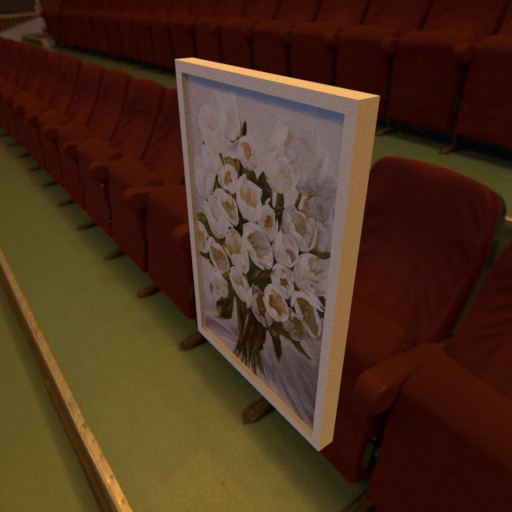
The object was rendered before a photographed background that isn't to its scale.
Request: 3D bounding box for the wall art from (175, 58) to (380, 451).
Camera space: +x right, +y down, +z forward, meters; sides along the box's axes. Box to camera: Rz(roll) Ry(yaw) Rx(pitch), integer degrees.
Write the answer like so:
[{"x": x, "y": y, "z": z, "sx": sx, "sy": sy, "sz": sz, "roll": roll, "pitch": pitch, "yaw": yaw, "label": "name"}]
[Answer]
[{"x": 0.000, "y": 0.000, "z": 0.556, "sx": 0.025, "sy": 0.428, "sz": 0.293, "roll": -21, "pitch": 37, "yaw": -31, "label": "wall art"}]
